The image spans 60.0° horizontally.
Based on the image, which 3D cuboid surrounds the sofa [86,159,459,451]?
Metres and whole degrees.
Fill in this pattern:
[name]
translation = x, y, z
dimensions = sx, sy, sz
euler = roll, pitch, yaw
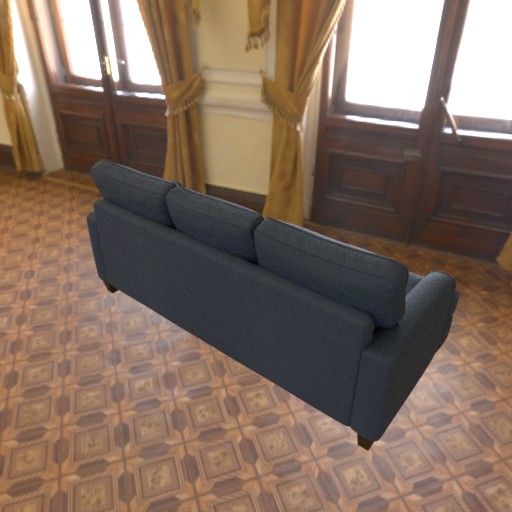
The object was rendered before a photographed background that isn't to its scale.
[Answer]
[sofa]
translation = 0.000, 0.000, 2.671
dimensions = 2.158, 0.965, 0.951
euler = 23, 38, 33
